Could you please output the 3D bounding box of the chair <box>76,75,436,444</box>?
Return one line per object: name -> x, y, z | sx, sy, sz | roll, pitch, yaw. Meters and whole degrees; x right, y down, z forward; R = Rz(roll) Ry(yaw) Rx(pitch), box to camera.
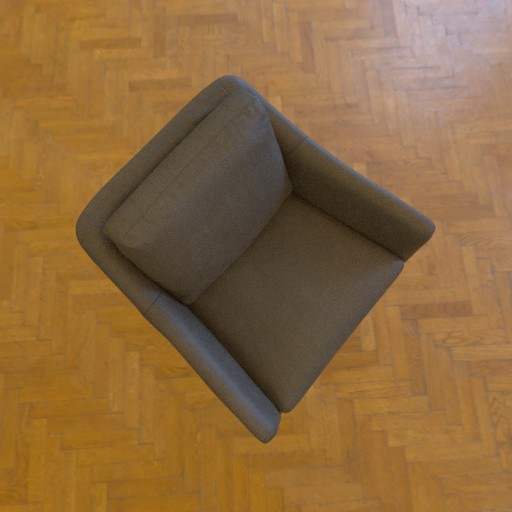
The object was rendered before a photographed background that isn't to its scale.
chair -> 0.000, 0.000, 1.739 | 0.961, 0.901, 0.988 | 39, 79, 10
